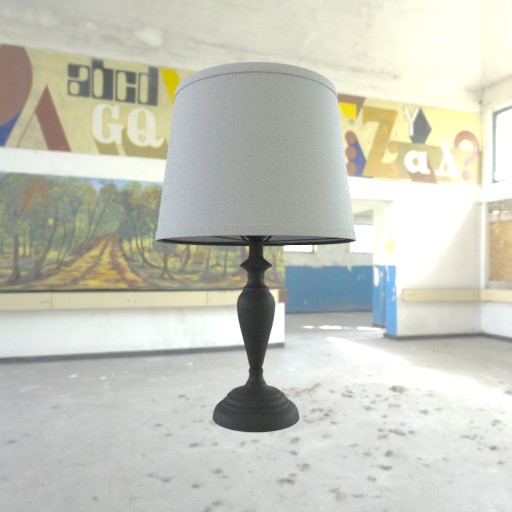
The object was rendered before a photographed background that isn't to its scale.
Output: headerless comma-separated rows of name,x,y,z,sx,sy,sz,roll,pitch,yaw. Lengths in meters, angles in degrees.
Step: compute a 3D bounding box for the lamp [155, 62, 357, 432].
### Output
lamp,0.000,0.000,0.698,0.310,0.501,0.310,0,-1,0
